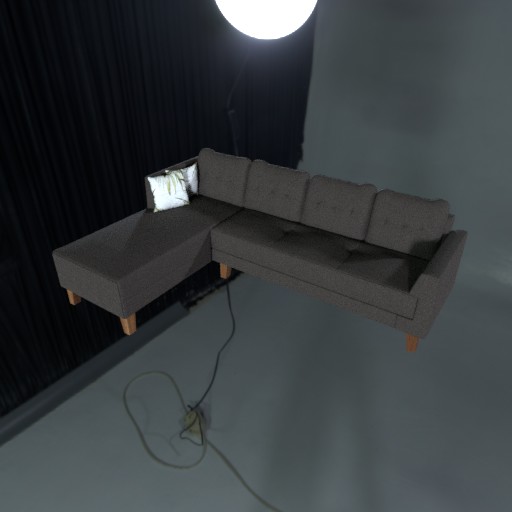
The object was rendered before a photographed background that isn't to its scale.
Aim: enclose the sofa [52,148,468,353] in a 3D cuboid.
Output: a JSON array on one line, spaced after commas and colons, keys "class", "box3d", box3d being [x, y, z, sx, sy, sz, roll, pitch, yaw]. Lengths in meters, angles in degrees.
[{"class": "sofa", "box3d": [0.000, 0.000, 3.483, 2.679, 0.932, 1.829, 19, 35, 29]}]
